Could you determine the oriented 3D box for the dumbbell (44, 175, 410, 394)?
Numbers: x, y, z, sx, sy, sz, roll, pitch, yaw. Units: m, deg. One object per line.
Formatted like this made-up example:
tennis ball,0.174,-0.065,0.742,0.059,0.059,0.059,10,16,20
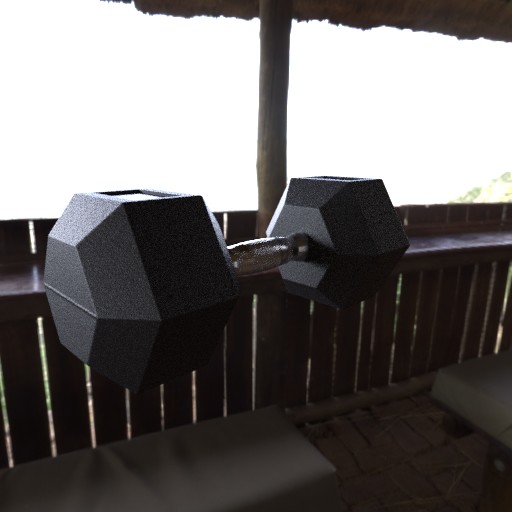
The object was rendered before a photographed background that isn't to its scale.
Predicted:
dumbbell,0.000,0.000,0.428,0.361,0.137,0.157,-13,19,-42
